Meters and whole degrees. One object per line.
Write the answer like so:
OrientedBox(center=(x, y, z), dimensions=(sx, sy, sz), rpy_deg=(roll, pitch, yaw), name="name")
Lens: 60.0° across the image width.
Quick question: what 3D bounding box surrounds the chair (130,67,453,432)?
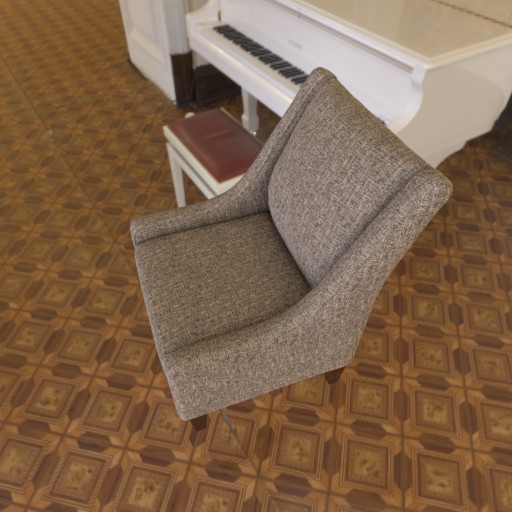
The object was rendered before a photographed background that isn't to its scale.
OrientedBox(center=(0.000, 0.000, 1.662), dimensions=(0.870, 1.014, 0.774), rpy_deg=(-15, 49, -14), name="chair")
